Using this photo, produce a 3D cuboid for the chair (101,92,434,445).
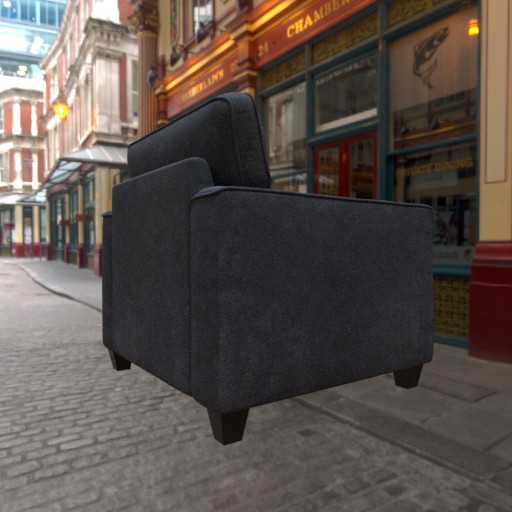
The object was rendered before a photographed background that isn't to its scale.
[{"bbox_3d":[0.000,0.000,1.755,0.939,0.965,1.015,-1,1,-35],"label":"chair"}]
